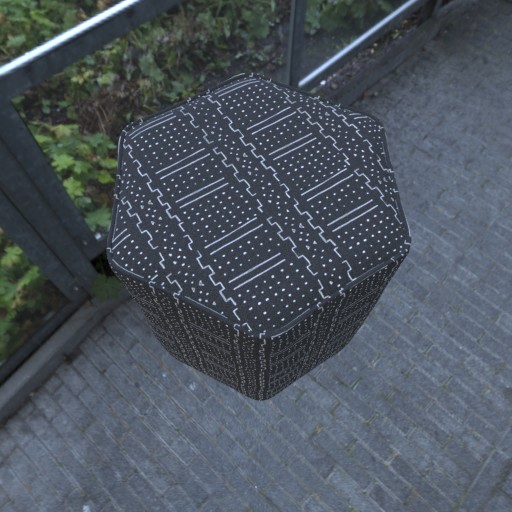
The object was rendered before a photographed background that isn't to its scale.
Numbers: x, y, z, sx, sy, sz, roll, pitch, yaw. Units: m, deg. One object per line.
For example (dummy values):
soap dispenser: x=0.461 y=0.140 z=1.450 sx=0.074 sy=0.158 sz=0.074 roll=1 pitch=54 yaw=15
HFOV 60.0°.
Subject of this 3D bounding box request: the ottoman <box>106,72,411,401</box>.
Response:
ottoman: x=0.000 y=0.000 z=0.885 sx=0.494 sy=0.502 sz=0.443 roll=-30 pitch=66 yaw=-15
